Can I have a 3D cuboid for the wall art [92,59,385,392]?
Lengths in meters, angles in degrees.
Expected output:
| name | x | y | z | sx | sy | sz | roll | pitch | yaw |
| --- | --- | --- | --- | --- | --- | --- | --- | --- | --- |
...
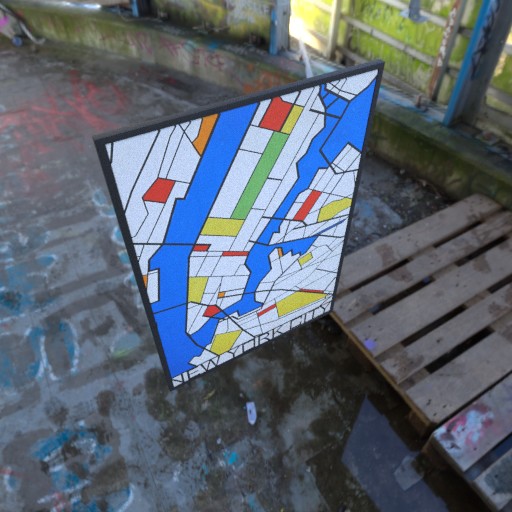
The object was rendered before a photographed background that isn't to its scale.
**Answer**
| name | x | y | z | sx | sy | sz | roll | pitch | yaw |
| --- | --- | --- | --- | --- | --- | --- | --- | --- | --- |
| wall art | 0.000 | 0.000 | 0.862 | 0.460 | 0.660 | 0.013 | -22 | 51 | -20 |
